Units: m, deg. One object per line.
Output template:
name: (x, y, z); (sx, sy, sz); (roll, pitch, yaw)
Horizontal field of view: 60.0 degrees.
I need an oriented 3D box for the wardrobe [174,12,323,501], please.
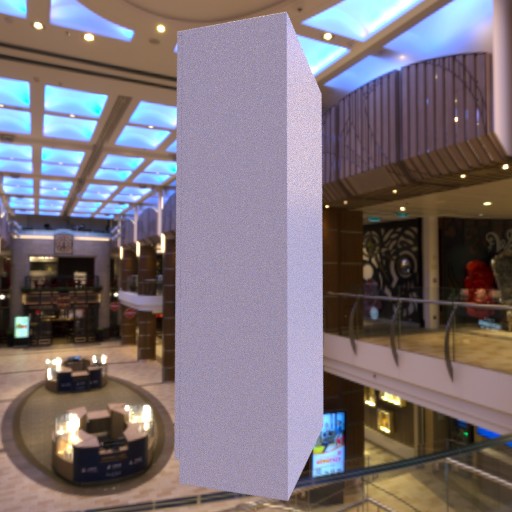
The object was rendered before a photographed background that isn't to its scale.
wardrobe: (0.000, 0.000, 1.971); (0.470, 1.700, 0.760); (-1, -2, 18)
